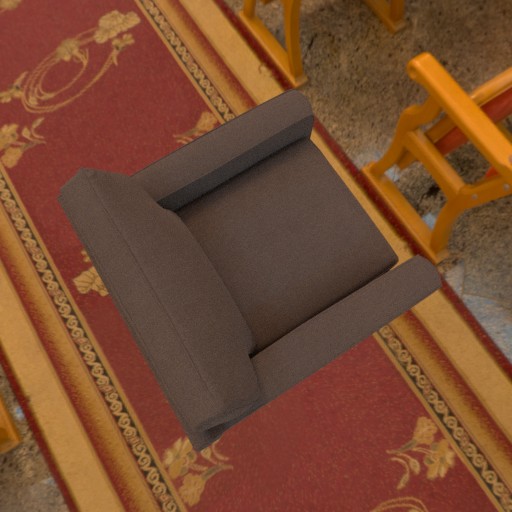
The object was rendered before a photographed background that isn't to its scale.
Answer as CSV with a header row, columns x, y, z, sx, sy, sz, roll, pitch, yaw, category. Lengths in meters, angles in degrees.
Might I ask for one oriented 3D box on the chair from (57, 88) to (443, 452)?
x,y,z,sx,sy,sz,roll,pitch,yaw,category
0.000,0.000,1.786,1.043,0.913,0.997,-31,77,-8,chair
